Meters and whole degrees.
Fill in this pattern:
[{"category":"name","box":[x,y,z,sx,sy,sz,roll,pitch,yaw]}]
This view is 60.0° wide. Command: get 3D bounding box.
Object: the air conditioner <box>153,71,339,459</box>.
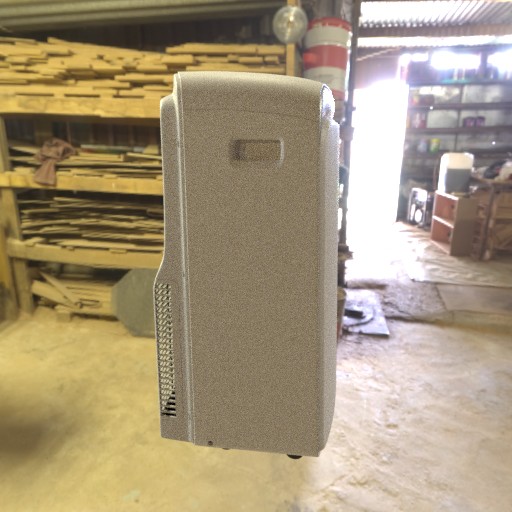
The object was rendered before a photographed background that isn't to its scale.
[{"category":"air conditioner","box":[0.000,0.000,0.946,0.365,0.700,0.454,3,15,11]}]
